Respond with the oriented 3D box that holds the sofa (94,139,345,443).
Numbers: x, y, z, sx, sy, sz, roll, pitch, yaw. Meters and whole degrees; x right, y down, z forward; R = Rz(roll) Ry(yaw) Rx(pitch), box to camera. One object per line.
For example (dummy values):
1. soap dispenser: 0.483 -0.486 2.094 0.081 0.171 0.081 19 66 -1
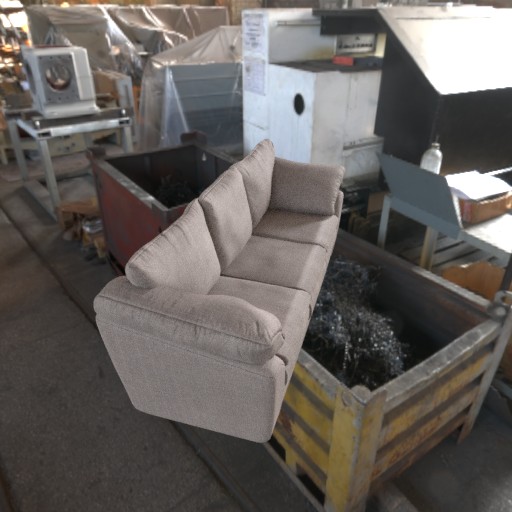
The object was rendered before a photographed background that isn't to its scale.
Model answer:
1. sofa: 0.000 0.000 2.937 0.878 0.996 2.334 9 31 15
